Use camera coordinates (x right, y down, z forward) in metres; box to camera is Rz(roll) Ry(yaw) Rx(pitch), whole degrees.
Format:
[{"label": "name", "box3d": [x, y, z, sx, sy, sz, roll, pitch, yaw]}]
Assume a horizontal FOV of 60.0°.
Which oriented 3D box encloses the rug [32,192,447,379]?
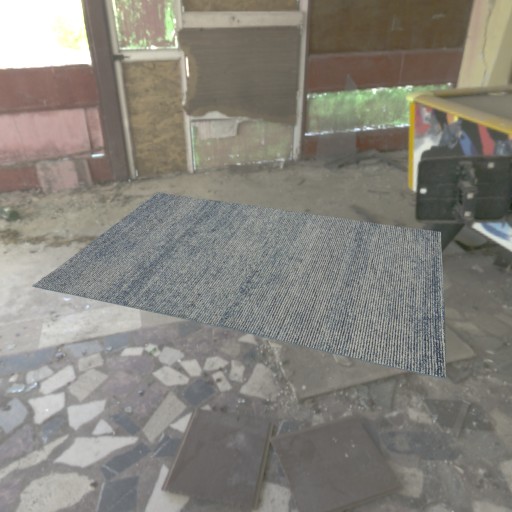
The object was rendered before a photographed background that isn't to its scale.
[{"label": "rug", "box3d": [0.000, 0.000, 2.229, 1.777, 0.021, 1.145, 10, 32, 16]}]
